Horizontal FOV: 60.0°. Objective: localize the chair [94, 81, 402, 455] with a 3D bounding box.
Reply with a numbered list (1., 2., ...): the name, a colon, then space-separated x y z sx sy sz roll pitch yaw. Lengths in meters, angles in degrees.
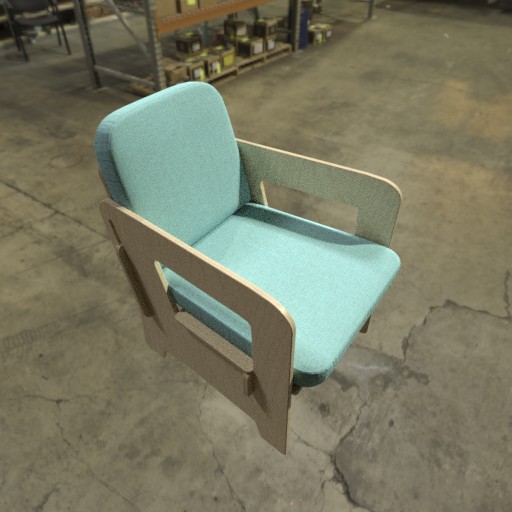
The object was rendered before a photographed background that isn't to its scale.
1. chair: 0.000 0.000 1.275 0.710 0.800 0.590 25 46 26
